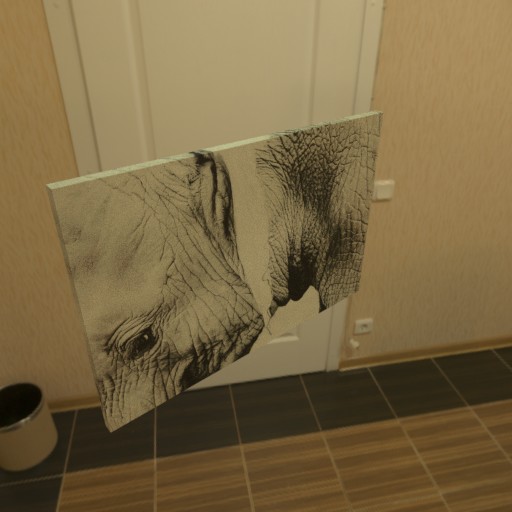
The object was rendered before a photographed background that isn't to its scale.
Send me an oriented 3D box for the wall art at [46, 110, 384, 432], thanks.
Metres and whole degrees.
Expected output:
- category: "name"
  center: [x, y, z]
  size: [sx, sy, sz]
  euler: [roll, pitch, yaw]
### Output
- category: "wall art"
  center: [0.000, 0.000, 1.438]
  size: [1.141, 0.758, 0.035]
  euler: [-23, 37, -34]
